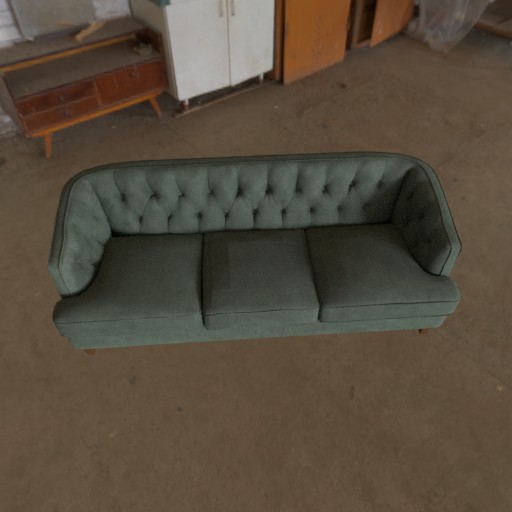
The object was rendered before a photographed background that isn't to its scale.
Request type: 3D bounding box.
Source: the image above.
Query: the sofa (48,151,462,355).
[{"bbox_3d":[0.000,0.000,2.751,2.278,0.855,0.941,-3,47,-3],"label":"sofa"}]
